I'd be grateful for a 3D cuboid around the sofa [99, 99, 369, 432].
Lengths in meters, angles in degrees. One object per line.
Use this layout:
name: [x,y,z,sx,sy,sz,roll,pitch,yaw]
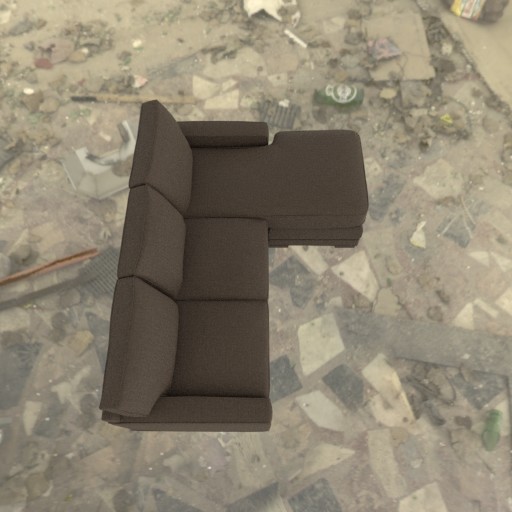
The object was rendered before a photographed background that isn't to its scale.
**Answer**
sofa: [0.000,0.000,3.284,1.790,0.973,2.370,0,64,0]
